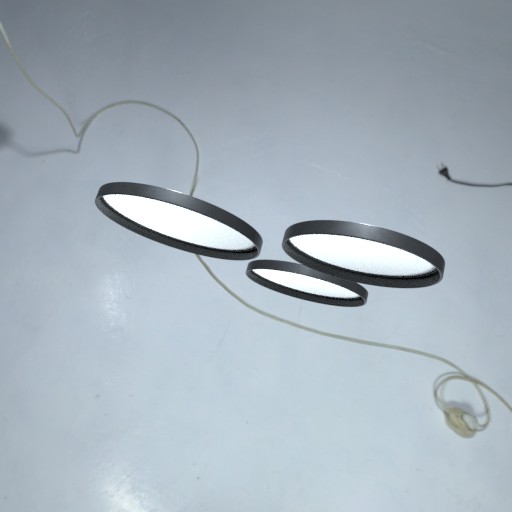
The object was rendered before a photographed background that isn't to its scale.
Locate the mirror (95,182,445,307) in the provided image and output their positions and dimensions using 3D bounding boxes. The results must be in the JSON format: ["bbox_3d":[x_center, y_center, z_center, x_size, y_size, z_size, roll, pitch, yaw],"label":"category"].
[{"bbox_3d":[0.000,0.000,3.188,2.160,2.096,0.076,15,76,4],"label":"mirror"}]
